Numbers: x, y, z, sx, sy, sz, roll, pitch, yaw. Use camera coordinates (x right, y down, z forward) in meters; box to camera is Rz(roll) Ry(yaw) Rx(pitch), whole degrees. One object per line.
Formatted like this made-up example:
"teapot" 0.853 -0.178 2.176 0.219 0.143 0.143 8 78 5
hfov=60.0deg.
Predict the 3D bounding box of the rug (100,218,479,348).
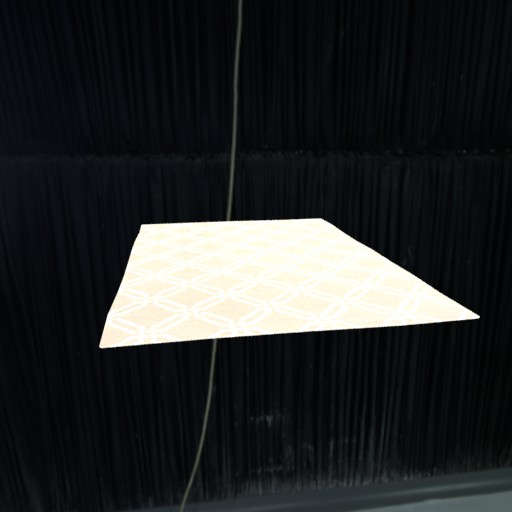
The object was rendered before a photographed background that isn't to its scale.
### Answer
"rug" 0.000 0.000 2.705 1.524 0.013 2.135 -3 16 -10
